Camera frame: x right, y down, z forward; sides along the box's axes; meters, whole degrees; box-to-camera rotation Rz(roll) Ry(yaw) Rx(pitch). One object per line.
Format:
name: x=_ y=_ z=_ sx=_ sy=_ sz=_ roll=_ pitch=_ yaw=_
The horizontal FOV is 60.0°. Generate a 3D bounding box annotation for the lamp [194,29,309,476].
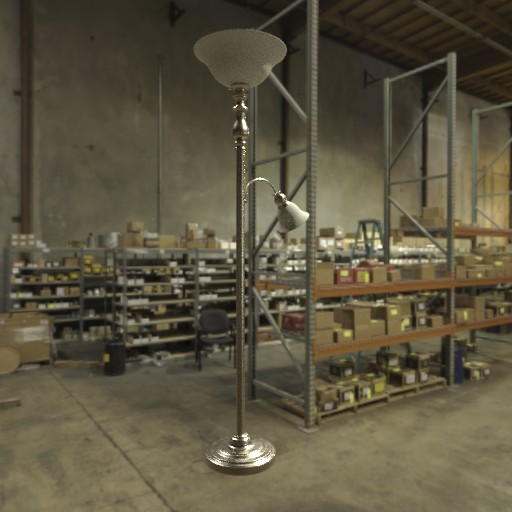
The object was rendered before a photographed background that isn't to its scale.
lamp: x=0.000 y=0.000 z=1.998 sx=0.575 sy=1.785 sz=0.405 roll=0 pitch=1 yaw=-36
